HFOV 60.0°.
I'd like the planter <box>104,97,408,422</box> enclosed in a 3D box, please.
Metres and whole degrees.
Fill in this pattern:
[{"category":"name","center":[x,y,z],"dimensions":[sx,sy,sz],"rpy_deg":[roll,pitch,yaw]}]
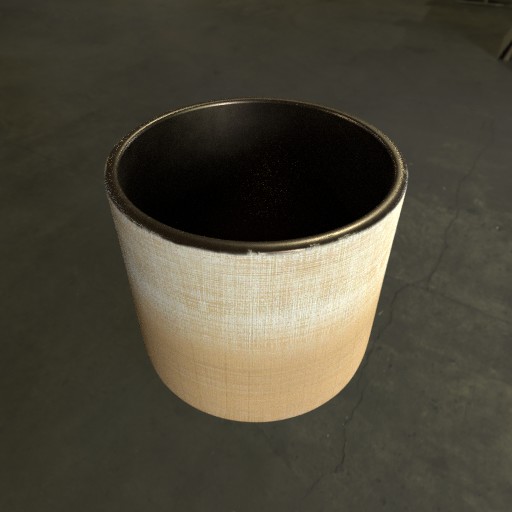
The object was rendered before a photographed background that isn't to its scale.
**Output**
[{"category":"planter","center":[0.000,0.000,0.391],"dimensions":[0.221,0.201,0.221],"rpy_deg":[0,42,0]}]
